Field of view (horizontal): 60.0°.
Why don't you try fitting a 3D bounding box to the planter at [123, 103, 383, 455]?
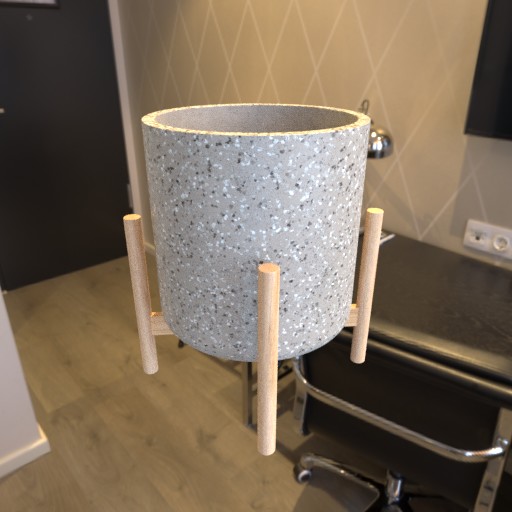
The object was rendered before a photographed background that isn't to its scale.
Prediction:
[{"bbox_3d":[0.000,0.000,0.689,0.360,0.419,0.360,8,26,16],"label":"planter"}]
